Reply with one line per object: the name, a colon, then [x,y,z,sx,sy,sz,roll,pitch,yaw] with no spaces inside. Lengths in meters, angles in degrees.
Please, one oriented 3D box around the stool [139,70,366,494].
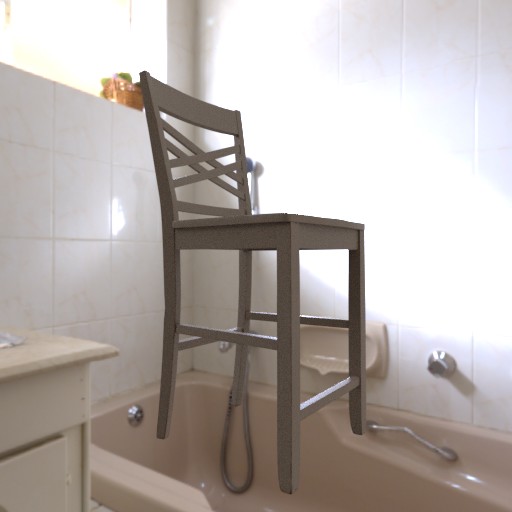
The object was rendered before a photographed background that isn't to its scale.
stool: [0.000,0.000,1.330,0.539,1.079,0.462,0,0,36]
